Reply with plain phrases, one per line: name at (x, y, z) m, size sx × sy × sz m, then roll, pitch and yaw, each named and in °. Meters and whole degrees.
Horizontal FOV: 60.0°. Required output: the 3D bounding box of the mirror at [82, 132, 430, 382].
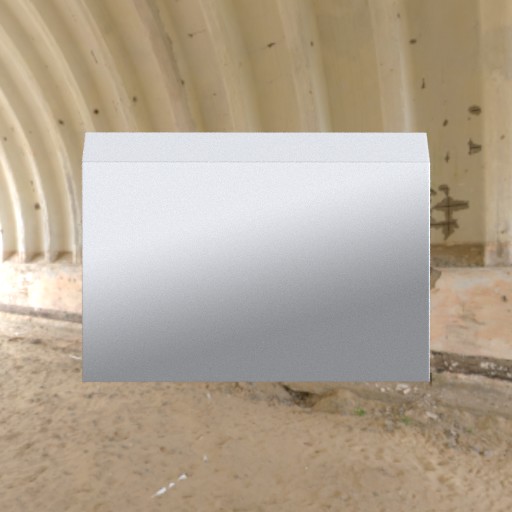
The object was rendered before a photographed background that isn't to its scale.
mirror at (0.000, 0.000, 1.123) m, size 0.870 × 0.630 × 0.030 m, roll 0°, pitch 0°, yaw 0°
